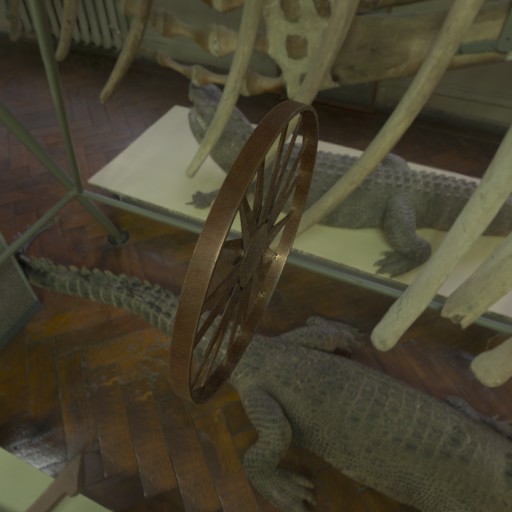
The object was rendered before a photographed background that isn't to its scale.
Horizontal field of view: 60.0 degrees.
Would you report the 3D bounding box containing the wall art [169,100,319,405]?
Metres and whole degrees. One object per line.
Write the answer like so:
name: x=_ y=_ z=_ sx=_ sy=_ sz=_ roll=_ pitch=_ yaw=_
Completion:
wall art: x=0.000 y=0.000 z=0.857 sx=0.084 sy=0.583 sz=0.582 roll=18 pitch=49 yaw=16
